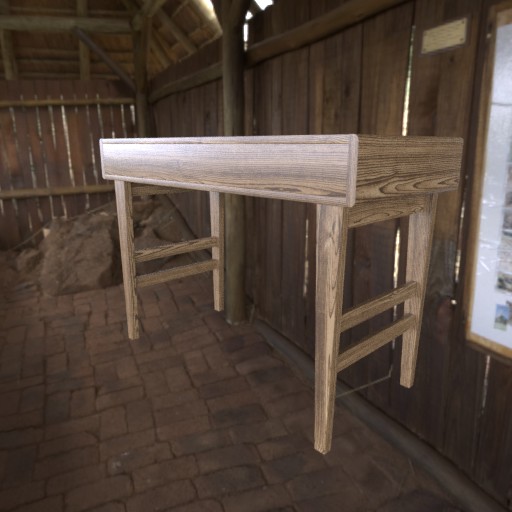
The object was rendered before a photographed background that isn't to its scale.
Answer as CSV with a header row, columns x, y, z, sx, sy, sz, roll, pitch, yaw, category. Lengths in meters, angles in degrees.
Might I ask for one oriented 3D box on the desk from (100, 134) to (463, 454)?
x,y,z,sx,sy,sz,roll,pitch,yaw,category
0.000,0.000,1.468,0.508,0.755,1.067,-14,19,-43,desk
